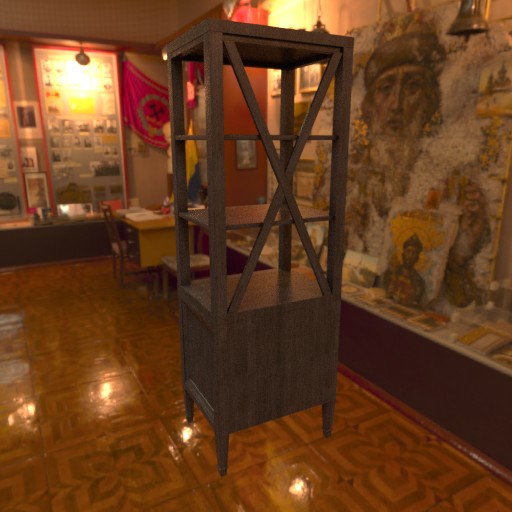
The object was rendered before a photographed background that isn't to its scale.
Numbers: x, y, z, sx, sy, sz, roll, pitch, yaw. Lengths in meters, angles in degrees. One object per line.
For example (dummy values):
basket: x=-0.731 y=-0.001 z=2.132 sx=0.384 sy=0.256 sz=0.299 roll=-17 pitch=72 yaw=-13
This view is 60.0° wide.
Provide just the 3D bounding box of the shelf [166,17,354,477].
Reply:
shelf: x=0.000 y=0.000 z=1.944 sx=0.584 sy=1.727 sz=0.472 roll=-7 pitch=16 yaw=-27
